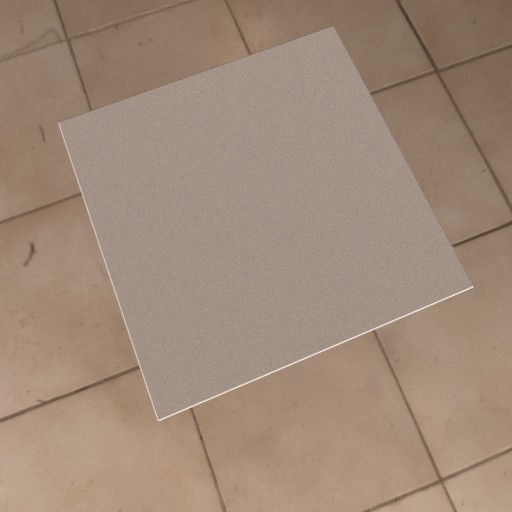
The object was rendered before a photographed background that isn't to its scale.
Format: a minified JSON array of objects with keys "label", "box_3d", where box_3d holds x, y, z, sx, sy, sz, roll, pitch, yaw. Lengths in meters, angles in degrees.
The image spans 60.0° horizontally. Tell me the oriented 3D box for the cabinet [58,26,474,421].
[{"label":"cabinet","box_3d":[0.000,0.000,1.132,0.544,0.775,0.547,-22,77,-5]}]
